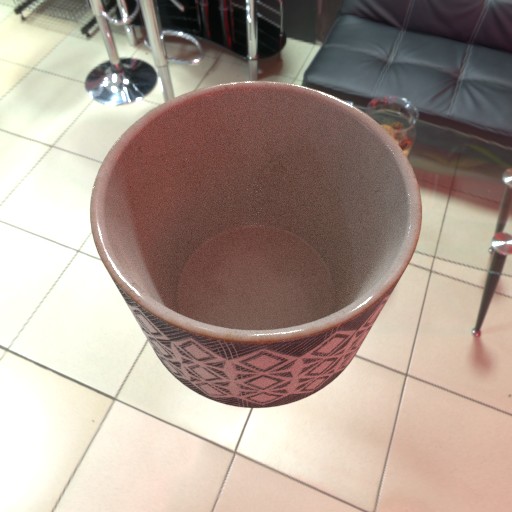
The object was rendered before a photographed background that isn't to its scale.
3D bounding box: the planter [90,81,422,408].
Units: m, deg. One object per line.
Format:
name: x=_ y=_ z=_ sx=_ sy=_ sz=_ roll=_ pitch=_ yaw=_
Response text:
planter: x=0.000 y=0.000 z=0.216 sx=0.126 sy=0.104 sz=0.126 roll=0 pitch=59 yaw=0
